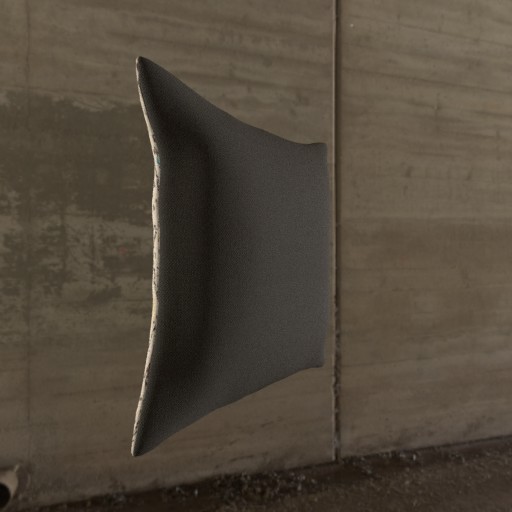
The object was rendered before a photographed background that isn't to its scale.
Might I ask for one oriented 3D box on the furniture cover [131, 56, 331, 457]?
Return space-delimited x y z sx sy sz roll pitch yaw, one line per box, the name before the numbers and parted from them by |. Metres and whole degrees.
furniture cover | 0.000 0.000 0.762 0.180 0.498 0.525 0 1 35
